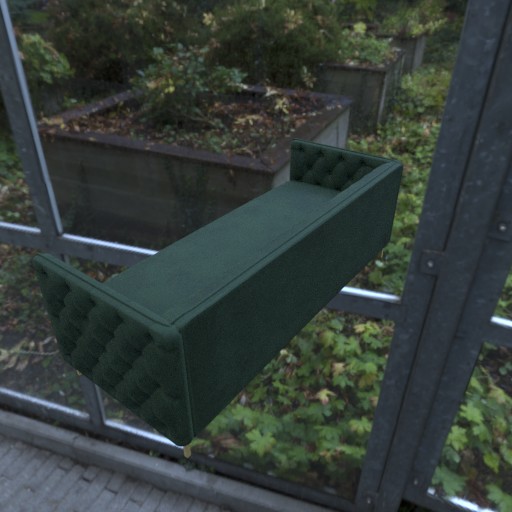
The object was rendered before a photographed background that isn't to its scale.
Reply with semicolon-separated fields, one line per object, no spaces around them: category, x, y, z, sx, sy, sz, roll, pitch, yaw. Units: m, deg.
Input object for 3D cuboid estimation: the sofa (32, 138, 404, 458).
sofa;0.000;0.000;2.650;0.895;0.771;2.209;22;38;31
